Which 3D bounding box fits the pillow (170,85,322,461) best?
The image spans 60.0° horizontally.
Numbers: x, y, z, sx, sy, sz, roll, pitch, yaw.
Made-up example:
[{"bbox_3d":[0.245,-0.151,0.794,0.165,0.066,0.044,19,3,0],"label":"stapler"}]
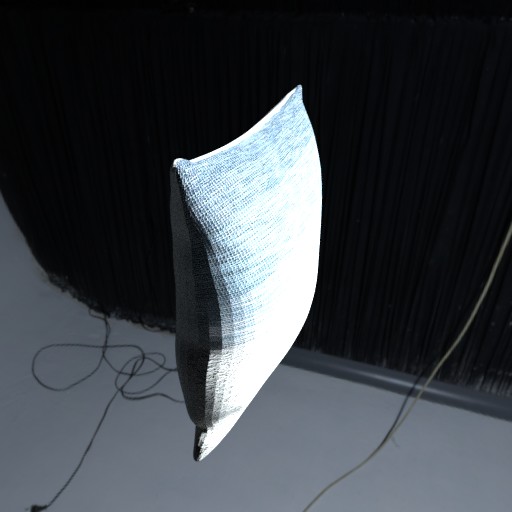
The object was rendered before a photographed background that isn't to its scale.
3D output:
[{"bbox_3d":[0.000,0.000,0.685,0.182,0.441,0.440,11,33,17],"label":"pillow"}]
